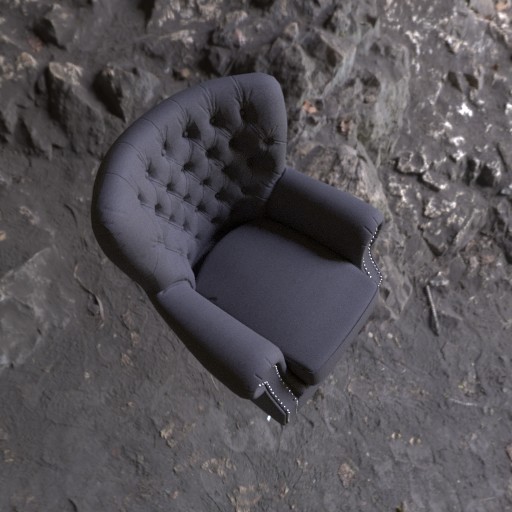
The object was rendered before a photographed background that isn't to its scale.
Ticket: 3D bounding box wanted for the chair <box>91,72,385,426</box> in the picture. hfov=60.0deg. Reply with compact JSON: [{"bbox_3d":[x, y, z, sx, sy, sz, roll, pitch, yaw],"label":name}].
[{"bbox_3d":[0.000,0.000,1.816,0.983,1.046,0.983,32,62,20],"label":"chair"}]
